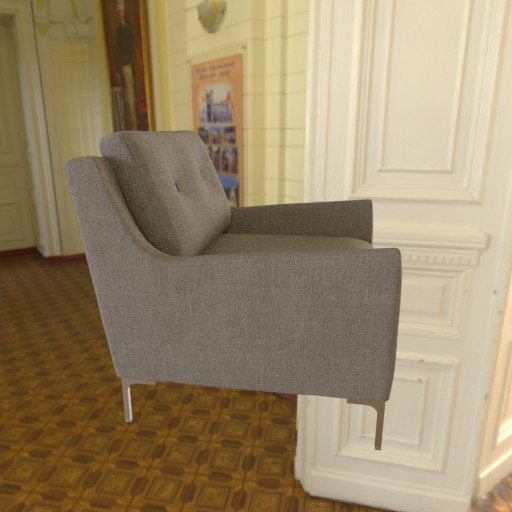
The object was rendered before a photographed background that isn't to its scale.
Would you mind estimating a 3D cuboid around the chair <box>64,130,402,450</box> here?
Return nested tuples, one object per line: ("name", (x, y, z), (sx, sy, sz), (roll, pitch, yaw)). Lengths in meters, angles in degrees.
("chair", (0.000, 0.000, 1.517), (0.849, 0.828, 0.847), (3, 16, 9))
